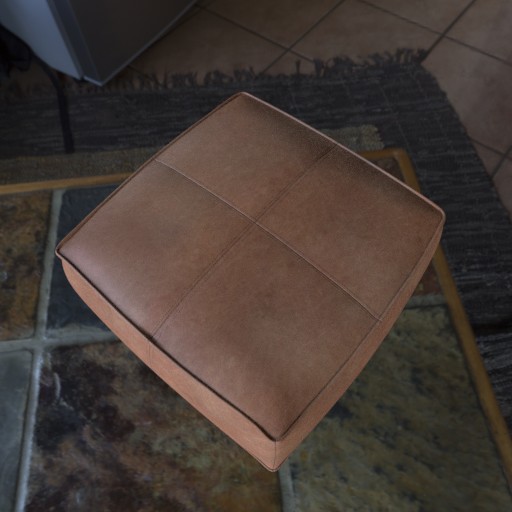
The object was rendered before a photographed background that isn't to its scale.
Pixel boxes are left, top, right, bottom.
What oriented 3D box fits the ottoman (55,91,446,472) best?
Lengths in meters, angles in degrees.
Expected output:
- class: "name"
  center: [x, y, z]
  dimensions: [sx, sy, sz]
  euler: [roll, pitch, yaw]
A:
- class: "ottoman"
  center: [0.000, 0.000, 1.379]
  dimensions: [0.901, 0.395, 0.902]
  euler: [36, 68, 17]
